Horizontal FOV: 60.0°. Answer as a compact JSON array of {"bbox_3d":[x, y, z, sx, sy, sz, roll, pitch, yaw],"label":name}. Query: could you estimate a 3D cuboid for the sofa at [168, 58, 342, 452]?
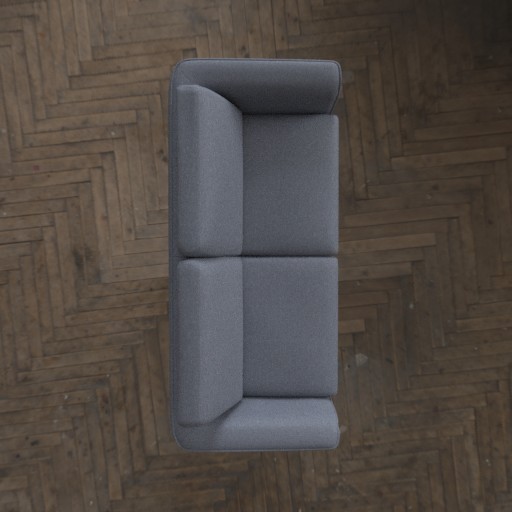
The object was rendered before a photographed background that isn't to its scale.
[{"bbox_3d":[0.000,0.000,2.481,0.920,0.870,2.000,0,91,0],"label":"sofa"}]
